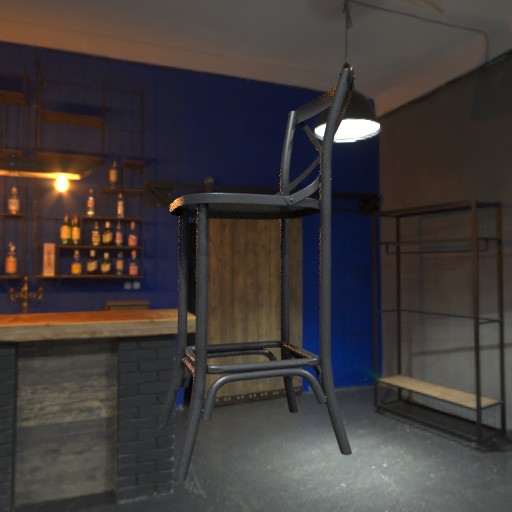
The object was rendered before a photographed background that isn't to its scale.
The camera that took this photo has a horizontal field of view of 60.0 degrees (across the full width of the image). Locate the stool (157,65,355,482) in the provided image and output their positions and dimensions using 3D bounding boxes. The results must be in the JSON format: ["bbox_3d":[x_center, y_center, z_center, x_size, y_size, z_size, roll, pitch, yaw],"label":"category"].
[{"bbox_3d":[0.000,0.000,1.434,0.584,1.168,0.457,0,-1,-19],"label":"stool"}]
